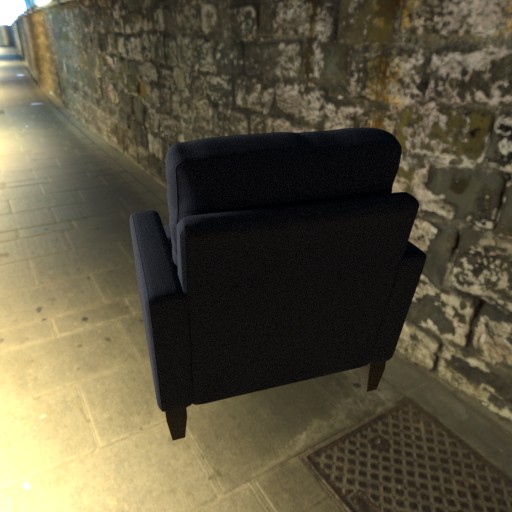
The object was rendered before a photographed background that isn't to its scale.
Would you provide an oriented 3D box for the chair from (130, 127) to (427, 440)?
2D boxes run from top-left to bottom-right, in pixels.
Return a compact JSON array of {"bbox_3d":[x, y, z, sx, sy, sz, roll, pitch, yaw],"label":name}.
[{"bbox_3d":[0.000,0.000,1.640,0.855,0.991,0.897,-8,28,-16],"label":"chair"}]
